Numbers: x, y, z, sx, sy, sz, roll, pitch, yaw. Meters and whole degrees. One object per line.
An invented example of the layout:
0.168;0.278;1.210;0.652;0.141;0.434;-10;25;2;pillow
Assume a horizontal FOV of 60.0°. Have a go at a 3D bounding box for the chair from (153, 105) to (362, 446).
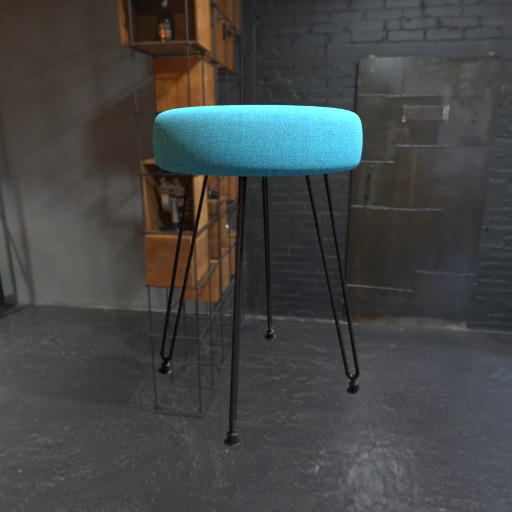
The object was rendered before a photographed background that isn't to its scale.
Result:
0.000;0.000;0.697;0.350;0.440;0.350;3;16;10;chair
